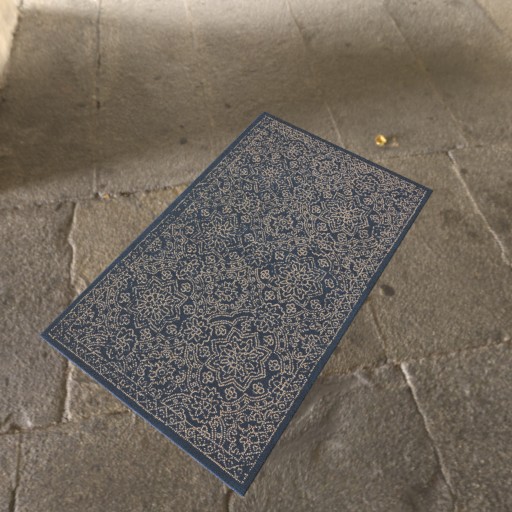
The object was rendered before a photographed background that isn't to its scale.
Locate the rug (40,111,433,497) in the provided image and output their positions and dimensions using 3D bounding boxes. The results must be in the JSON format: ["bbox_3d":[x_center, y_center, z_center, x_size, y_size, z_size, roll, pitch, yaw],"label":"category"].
[{"bbox_3d":[0.000,0.000,3.000,1.526,0.015,2.441,30,63,17],"label":"rug"}]
